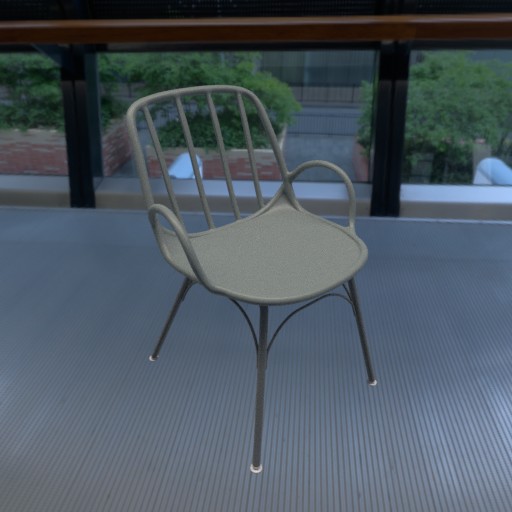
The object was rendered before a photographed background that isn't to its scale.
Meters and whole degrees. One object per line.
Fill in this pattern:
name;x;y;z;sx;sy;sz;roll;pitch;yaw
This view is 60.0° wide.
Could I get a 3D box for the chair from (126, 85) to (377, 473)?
chair;0.000;0.000;1.231;0.549;0.816;0.597;-22;37;-33
